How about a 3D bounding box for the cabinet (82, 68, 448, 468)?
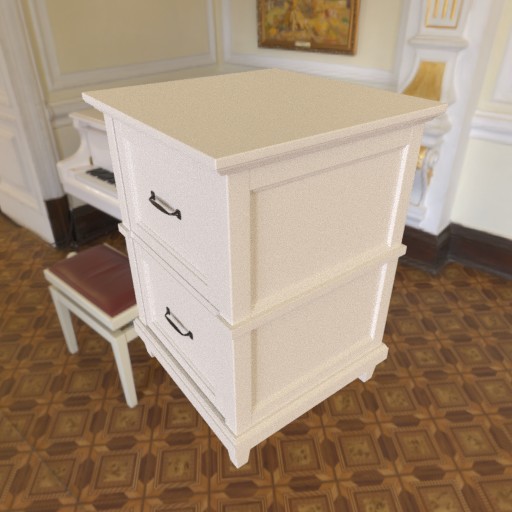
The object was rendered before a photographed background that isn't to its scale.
[{"bbox_3d":[0.000,0.000,1.126,0.547,0.775,0.544,-21,38,-31],"label":"cabinet"}]
